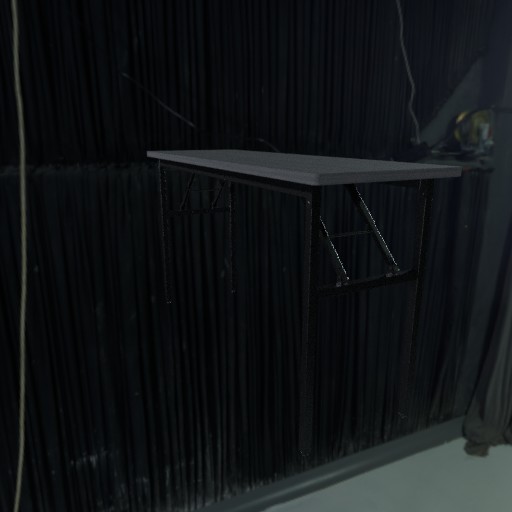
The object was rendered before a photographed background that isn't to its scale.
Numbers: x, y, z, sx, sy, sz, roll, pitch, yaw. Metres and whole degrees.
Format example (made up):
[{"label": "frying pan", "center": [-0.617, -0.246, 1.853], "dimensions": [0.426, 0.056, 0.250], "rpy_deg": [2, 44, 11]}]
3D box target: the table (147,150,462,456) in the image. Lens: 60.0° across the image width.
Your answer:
[{"label": "table", "center": [0.000, 0.000, 1.711], "dimensions": [0.449, 0.750, 1.399], "rpy_deg": [-8, 17, -26]}]
